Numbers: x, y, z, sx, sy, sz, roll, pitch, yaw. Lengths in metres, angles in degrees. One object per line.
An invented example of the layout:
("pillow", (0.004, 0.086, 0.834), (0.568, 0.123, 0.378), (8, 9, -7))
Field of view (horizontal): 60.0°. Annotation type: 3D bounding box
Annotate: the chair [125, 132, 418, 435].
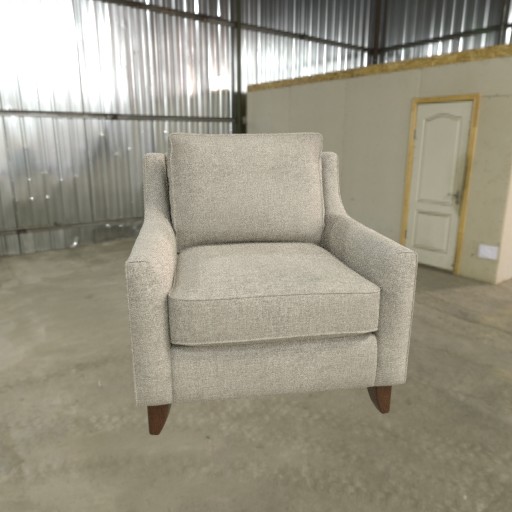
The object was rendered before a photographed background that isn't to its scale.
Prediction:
("chair", (0.000, 0.000, 1.603), (0.838, 0.864, 0.918), (-2, 16, -8))
